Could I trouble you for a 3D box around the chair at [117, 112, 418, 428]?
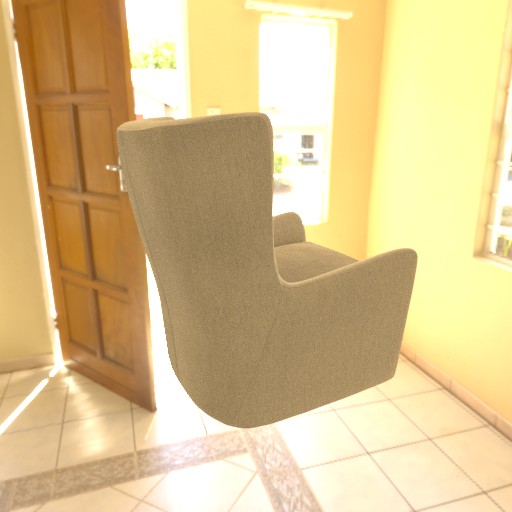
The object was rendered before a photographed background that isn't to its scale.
[{"bbox_3d":[0.000,0.000,1.653,0.904,1.000,0.779,-8,18,-26],"label":"chair"}]
